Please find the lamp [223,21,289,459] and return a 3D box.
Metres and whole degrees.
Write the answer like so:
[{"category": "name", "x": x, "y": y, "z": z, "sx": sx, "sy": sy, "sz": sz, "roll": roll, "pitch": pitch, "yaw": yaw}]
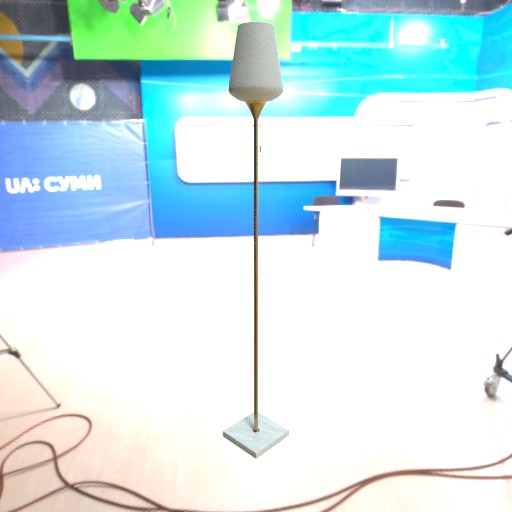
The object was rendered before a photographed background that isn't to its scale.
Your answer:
[{"category": "lamp", "x": 0.000, "y": 0.000, "z": 1.923, "sx": 0.229, "sy": 1.813, "sz": 0.232, "roll": 14, "pitch": 20, "yaw": 42}]
